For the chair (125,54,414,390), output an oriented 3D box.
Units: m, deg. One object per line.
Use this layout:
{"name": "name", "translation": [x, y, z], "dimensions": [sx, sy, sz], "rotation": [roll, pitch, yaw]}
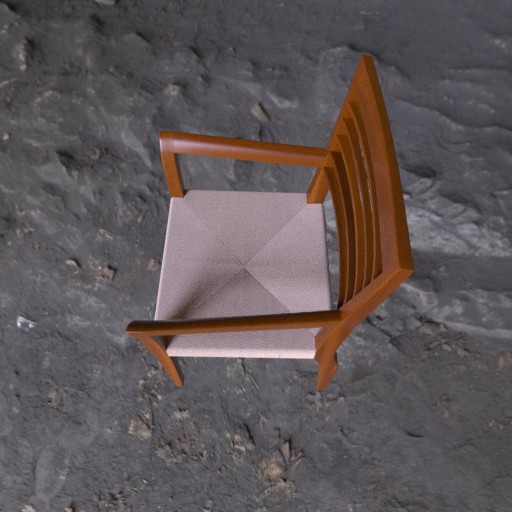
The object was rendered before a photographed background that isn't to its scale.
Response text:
{"name": "chair", "translation": [0.000, 0.000, 1.223], "dimensions": [0.540, 0.855, 0.587], "rotation": [1, 59, 0]}
